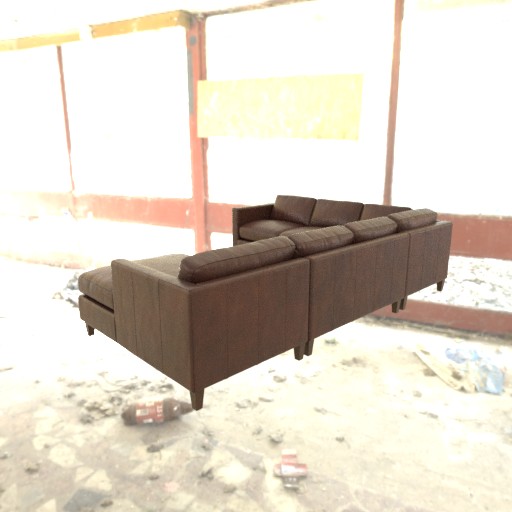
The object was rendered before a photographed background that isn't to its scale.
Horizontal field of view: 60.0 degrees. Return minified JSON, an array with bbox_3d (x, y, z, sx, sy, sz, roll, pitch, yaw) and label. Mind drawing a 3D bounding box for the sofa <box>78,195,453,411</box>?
[{"bbox_3d":[0.000,0.000,4.394,3.324,0.891,2.452,-13,19,-42],"label":"sofa"}]
